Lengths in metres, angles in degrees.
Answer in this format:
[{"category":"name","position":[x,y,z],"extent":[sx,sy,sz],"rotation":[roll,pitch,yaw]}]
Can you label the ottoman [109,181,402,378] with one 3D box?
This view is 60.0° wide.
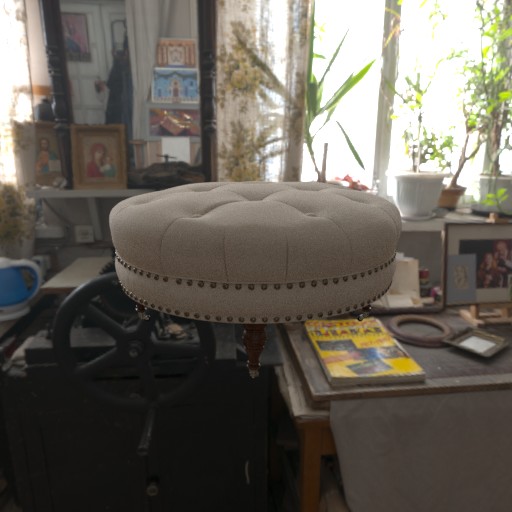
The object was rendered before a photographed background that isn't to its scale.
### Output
[{"category":"ottoman","position":[0.000,0.000,1.516],"extent":[0.940,0.483,0.940],"rotation":[0,15,0]}]
